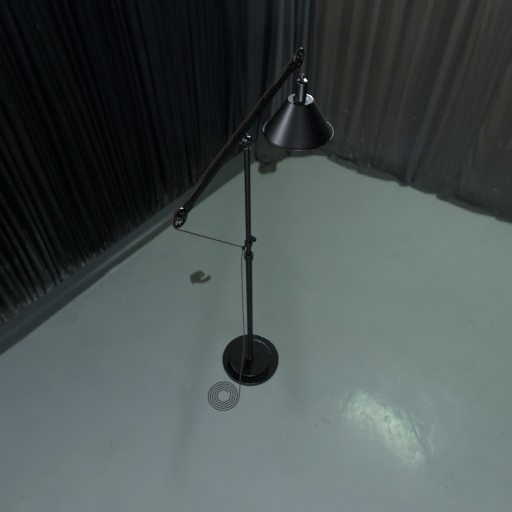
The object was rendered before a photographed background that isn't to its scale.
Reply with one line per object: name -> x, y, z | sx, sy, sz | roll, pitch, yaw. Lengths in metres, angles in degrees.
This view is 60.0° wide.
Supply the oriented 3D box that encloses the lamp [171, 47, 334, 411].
lamp -> 0.000, 0.000, 1.977 | 0.319, 1.626, 0.904 | 26, 51, 23
